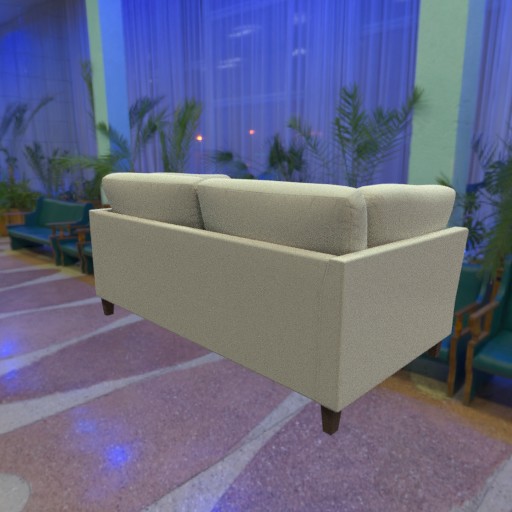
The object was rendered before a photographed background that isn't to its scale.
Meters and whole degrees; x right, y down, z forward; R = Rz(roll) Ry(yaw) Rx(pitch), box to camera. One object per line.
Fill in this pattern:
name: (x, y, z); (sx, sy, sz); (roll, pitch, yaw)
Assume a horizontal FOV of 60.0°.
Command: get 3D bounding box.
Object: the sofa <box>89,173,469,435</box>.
sofa: (0.000, 0.000, 2.302); (1.776, 0.836, 0.970); (13, 18, 44)
